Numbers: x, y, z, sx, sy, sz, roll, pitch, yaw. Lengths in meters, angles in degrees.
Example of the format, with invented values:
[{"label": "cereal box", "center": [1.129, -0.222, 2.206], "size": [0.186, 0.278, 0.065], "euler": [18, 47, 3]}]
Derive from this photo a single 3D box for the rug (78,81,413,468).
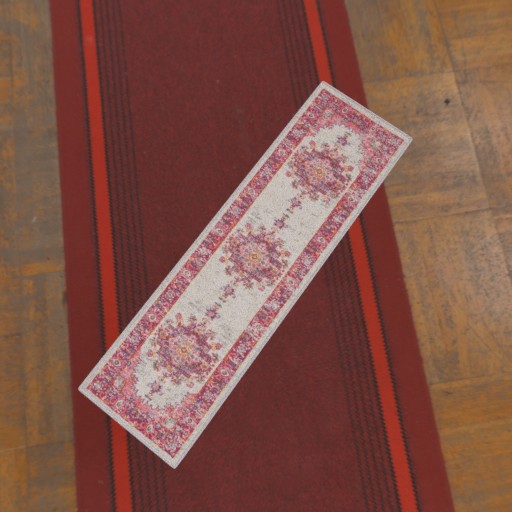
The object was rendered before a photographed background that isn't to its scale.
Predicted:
[{"label": "rug", "center": [0.000, 0.000, 2.511], "size": [0.666, 0.011, 2.294], "euler": [36, 80, 8]}]
